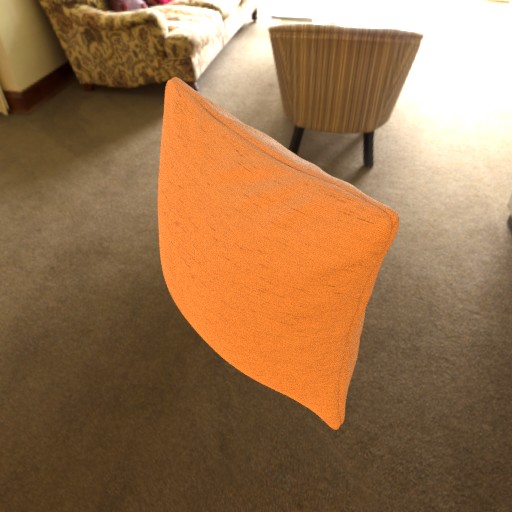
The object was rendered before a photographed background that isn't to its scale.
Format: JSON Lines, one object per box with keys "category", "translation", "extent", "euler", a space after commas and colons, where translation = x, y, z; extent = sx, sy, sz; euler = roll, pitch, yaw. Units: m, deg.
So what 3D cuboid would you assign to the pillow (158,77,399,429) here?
{"category": "pillow", "translation": [0.000, 0.000, 0.672], "extent": [0.246, 0.415, 0.432], "euler": [-27, 49, -26]}
